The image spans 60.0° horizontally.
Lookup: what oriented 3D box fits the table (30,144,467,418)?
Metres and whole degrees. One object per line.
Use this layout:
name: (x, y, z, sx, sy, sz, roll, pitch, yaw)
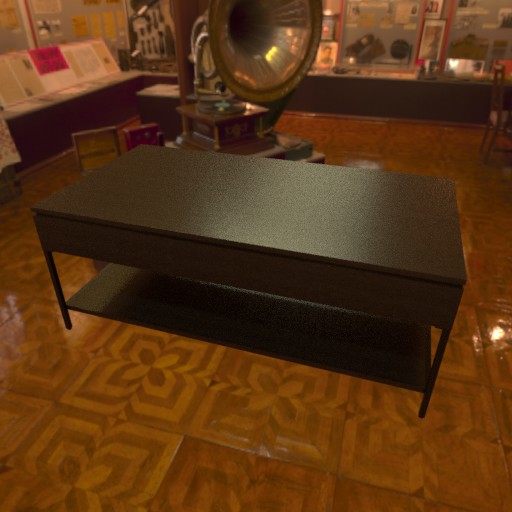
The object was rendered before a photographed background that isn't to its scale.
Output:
table: (0.000, 0.000, 1.394, 1.095, 0.435, 0.574, 10, 33, 16)
